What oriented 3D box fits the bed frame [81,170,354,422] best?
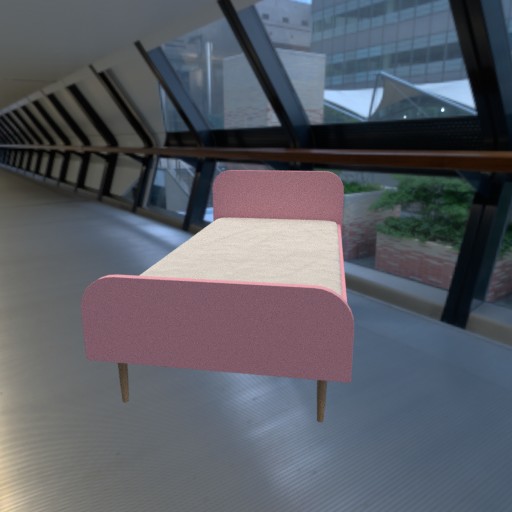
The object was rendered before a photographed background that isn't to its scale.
[{"bbox_3d":[0.000,0.000,2.517,0.998,0.805,1.963,3,15,9],"label":"bed frame"}]
